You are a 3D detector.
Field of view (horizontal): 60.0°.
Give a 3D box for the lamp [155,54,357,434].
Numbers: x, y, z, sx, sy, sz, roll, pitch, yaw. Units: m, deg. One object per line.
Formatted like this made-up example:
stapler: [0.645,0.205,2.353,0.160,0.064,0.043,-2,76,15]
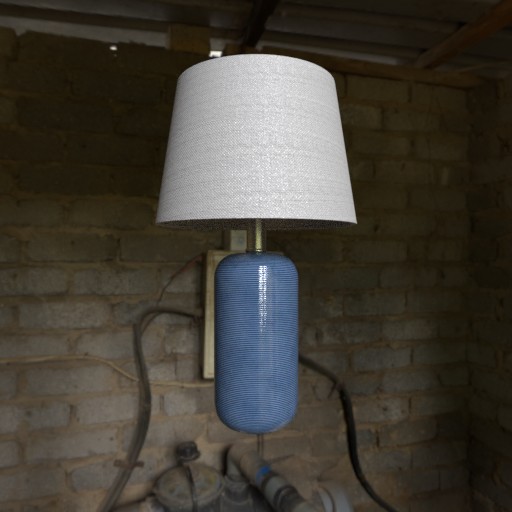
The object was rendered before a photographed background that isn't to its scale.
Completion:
lamp: [0.000,0.000,0.570,0.253,0.428,0.253,0,1,0]
